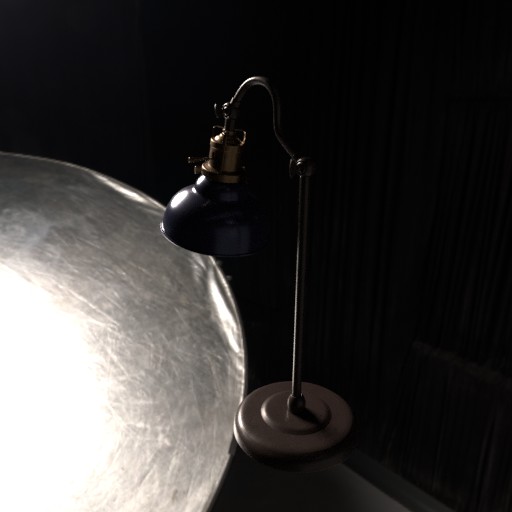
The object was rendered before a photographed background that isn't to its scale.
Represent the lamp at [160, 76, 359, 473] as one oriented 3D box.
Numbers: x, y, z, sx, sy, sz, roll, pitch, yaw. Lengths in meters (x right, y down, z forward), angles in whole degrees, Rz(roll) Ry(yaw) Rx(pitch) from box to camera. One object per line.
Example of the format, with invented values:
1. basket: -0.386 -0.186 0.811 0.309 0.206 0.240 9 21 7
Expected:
1. lamp: 0.000 0.000 0.675 0.192 0.508 0.374 -15 23 -40
